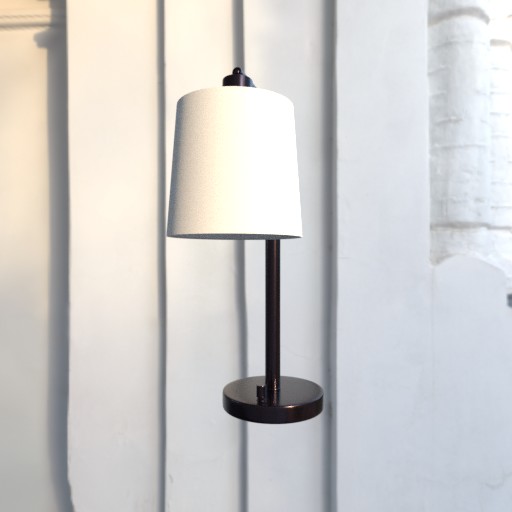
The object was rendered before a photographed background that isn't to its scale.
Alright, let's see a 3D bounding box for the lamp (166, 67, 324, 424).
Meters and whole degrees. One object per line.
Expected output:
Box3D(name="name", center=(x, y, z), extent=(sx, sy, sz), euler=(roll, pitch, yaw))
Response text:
Box3D(name="lamp", center=(0.000, 0.000, 0.642), extent=(0.171, 0.489, 0.333), euler=(0, 0, 20))
